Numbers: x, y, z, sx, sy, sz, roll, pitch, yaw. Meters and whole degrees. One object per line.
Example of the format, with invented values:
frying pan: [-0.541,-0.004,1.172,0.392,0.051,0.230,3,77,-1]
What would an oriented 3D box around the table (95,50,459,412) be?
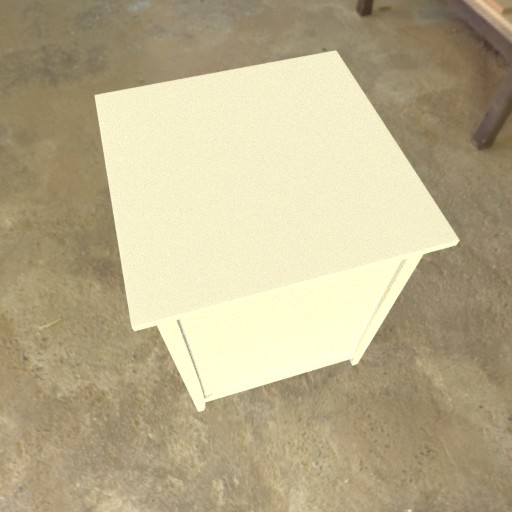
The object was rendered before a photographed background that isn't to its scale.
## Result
table: [0.000,0.000,0.786,0.381,0.483,0.381,-14,59,-9]
